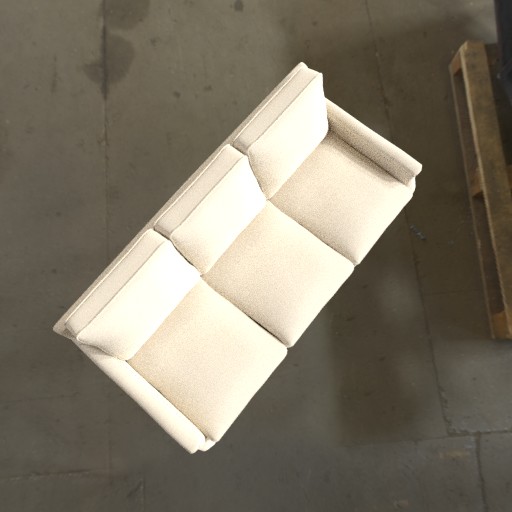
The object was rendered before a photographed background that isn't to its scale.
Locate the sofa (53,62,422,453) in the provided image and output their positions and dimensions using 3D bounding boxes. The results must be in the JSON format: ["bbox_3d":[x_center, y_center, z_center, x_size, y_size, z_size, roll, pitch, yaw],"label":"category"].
[{"bbox_3d":[0.000,0.000,2.830,1.084,1.003,2.246,39,79,9],"label":"sofa"}]
